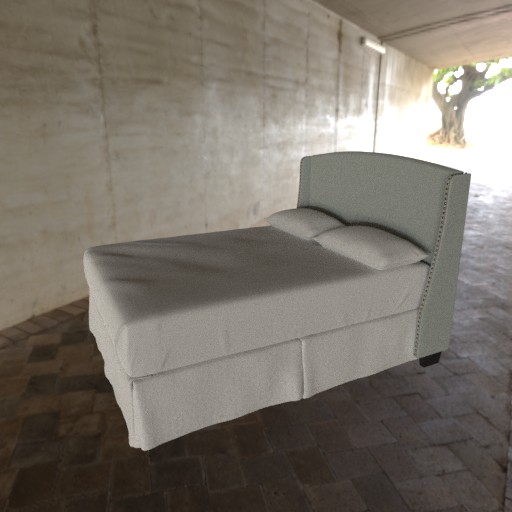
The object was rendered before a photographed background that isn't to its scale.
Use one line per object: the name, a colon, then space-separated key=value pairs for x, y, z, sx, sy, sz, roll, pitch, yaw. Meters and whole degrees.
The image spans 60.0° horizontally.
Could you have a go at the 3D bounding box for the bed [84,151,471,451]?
bed: x=0.000 y=0.000 z=3.213 sx=2.237 sy=1.407 sz=1.710 roll=-8 pitch=19 yaw=-26
